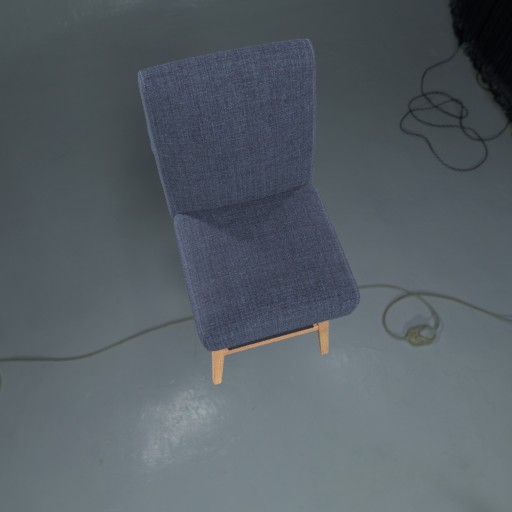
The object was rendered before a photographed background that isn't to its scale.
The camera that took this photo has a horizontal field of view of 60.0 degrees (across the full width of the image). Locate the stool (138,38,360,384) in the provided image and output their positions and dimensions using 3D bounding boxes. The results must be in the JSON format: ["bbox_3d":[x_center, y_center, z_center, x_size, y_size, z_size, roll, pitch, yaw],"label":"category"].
[{"bbox_3d":[0.000,0.000,1.403,0.483,1.112,0.570,-14,65,-7],"label":"stool"}]
